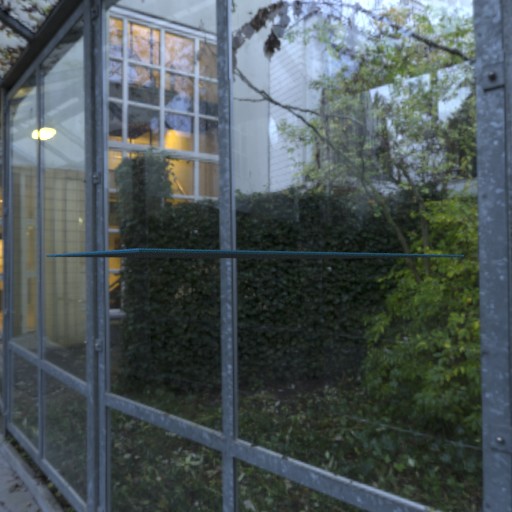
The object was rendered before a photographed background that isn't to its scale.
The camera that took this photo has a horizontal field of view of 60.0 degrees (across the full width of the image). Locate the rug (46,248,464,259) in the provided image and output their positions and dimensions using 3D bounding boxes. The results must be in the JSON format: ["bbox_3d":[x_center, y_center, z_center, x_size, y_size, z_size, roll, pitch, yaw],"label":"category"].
[{"bbox_3d":[0.000,0.000,2.890,2.213,0.013,1.594,1,-1,-36],"label":"rug"}]
